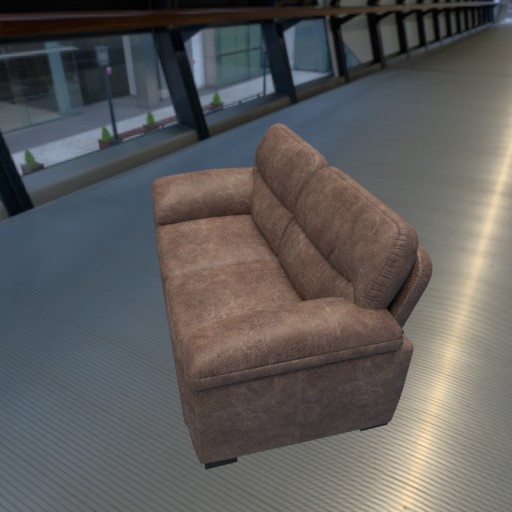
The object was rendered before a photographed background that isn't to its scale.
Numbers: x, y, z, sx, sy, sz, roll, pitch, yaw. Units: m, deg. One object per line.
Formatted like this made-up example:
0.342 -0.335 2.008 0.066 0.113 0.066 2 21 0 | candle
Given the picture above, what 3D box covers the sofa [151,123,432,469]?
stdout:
0.000 0.000 2.331 0.991 0.991 1.753 -8 32 -13 | sofa
